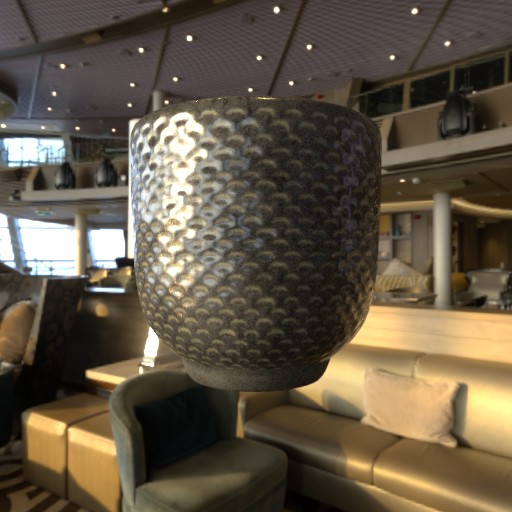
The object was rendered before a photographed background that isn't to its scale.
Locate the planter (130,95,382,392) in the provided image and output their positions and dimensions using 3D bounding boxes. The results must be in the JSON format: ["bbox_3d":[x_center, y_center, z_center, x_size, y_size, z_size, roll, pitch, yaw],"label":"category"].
[{"bbox_3d":[0.000,0.000,0.359,0.197,0.191,0.197,0,-1,0],"label":"planter"}]
